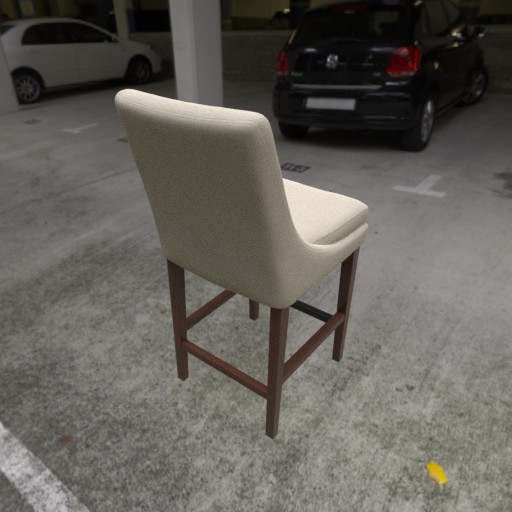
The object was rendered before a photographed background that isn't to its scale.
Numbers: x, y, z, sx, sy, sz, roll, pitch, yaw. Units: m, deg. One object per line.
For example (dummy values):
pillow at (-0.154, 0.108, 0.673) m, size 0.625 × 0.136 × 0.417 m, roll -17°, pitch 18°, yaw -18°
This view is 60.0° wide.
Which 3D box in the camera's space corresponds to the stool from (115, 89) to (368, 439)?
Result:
stool at (0.000, 0.000, 1.330) m, size 0.470 × 0.981 × 0.577 m, roll 22°, pitch 37°, yaw 31°
